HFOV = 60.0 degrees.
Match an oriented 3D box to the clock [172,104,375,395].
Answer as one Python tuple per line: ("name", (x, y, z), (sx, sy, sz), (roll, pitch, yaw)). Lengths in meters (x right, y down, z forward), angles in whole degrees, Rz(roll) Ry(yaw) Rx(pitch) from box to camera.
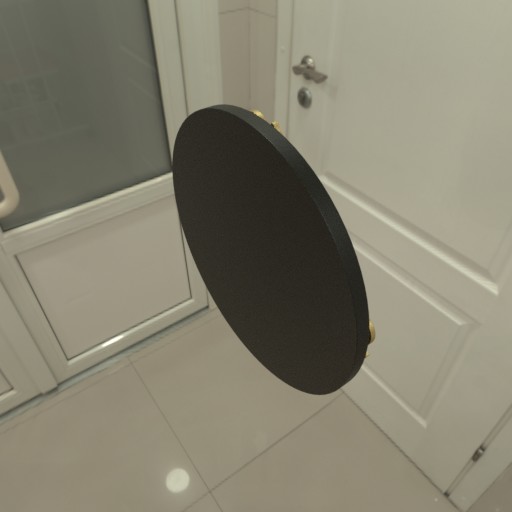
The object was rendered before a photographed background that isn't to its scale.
("clock", (0.000, 0.000, 0.682), (0.038, 0.454, 0.454), (-26, 49, -26))
